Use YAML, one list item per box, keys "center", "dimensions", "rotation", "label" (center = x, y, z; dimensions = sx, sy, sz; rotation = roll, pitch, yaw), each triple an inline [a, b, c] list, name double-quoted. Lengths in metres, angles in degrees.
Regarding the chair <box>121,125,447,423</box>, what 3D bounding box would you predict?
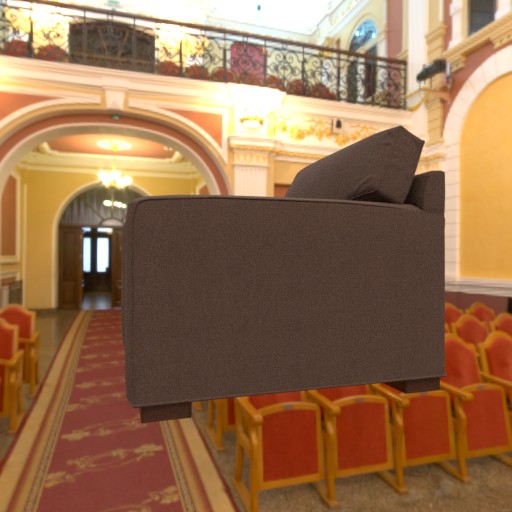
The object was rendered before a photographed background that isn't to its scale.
- center: [0.000, 0.000, 1.809]
  dimensions: [1.043, 0.913, 0.997]
  rotation: [0, 0, -18]
  label: "chair"
